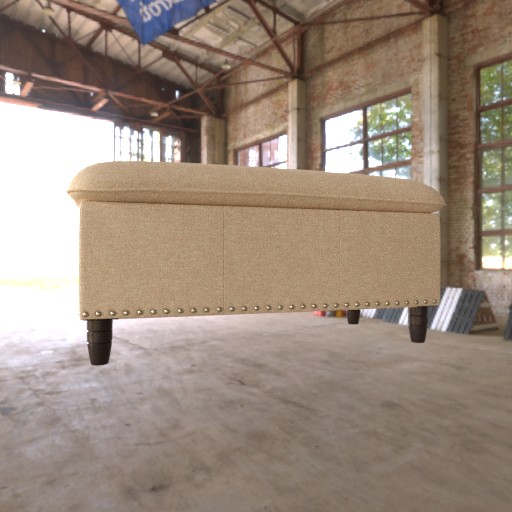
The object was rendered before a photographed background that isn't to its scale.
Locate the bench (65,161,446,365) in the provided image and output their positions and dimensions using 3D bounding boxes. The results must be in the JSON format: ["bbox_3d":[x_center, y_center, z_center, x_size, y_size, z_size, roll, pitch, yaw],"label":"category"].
[{"bbox_3d":[0.000,0.000,1.285,0.991,0.483,0.483,0,0,-18],"label":"bench"}]
